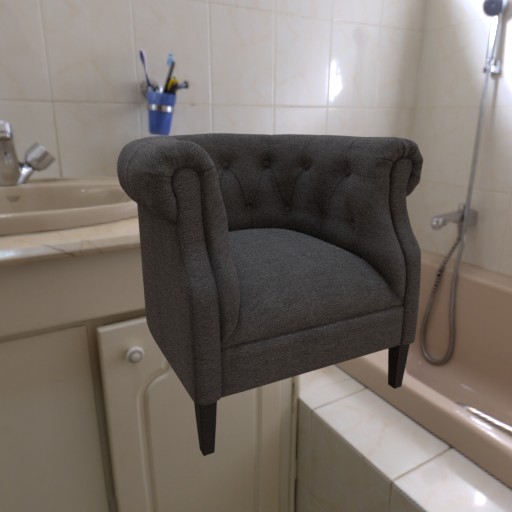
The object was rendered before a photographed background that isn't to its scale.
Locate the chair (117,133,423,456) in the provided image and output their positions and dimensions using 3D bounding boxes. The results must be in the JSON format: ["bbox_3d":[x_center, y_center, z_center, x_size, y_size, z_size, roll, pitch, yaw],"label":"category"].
[{"bbox_3d":[0.000,0.000,1.571,0.905,0.827,0.852,-9,19,-26],"label":"chair"}]
